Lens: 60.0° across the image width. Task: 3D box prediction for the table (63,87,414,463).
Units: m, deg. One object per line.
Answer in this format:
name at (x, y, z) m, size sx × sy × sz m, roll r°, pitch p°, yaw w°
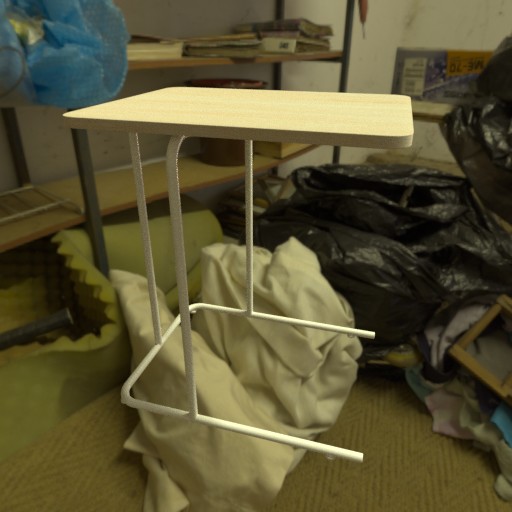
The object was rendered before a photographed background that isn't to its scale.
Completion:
table at (0.000, 0.000, 0.840) m, size 0.480 × 0.550 × 0.370 m, roll 8°, pitch 28°, yaw 15°
